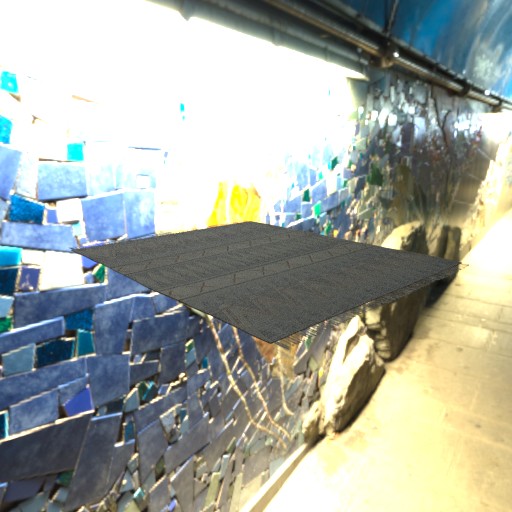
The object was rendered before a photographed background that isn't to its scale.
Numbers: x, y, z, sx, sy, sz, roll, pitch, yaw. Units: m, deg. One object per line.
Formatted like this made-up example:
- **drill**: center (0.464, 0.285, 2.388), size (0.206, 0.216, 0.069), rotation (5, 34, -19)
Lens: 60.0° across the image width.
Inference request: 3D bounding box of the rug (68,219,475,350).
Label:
- **rug**: center (0.000, 0.000, 4.077), size (2.371, 0.012, 3.000), rotation (-13, 20, -41)
